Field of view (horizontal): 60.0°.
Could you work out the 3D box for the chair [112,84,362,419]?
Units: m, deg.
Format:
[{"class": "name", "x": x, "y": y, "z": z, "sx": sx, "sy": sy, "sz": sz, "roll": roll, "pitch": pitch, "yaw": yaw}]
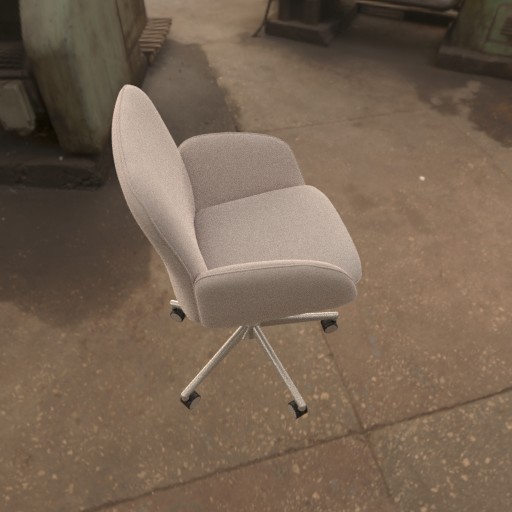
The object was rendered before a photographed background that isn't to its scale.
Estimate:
[{"class": "chair", "x": 0.000, "y": 0.000, "z": 1.323, "sx": 0.633, "sy": 0.959, "sz": 0.648, "roll": -9, "pitch": 48, "yaw": -9}]
